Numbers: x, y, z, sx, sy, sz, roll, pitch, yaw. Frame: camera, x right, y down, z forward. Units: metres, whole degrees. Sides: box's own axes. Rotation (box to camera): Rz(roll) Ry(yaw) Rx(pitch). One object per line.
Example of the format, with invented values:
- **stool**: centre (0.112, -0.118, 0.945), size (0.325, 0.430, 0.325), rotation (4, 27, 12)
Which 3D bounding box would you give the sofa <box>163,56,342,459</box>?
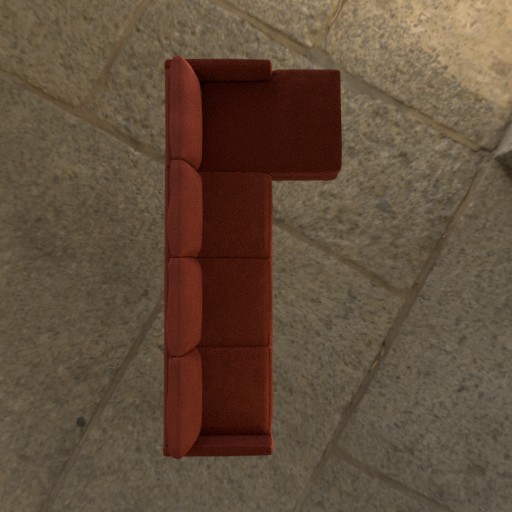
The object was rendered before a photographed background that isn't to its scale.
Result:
- **sofa**: centre (0.000, 0.000, 3.404), size (1.350, 0.810, 2.932), rotation (0, 89, -1)
